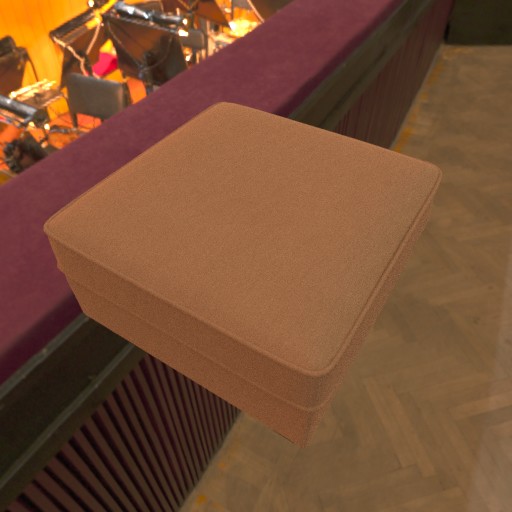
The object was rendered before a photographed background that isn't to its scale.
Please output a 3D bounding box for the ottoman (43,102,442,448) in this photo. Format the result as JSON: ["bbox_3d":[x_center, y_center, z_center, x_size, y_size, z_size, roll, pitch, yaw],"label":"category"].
[{"bbox_3d":[0.000,0.000,1.021,0.613,0.438,0.616,24,51,22],"label":"ottoman"}]
